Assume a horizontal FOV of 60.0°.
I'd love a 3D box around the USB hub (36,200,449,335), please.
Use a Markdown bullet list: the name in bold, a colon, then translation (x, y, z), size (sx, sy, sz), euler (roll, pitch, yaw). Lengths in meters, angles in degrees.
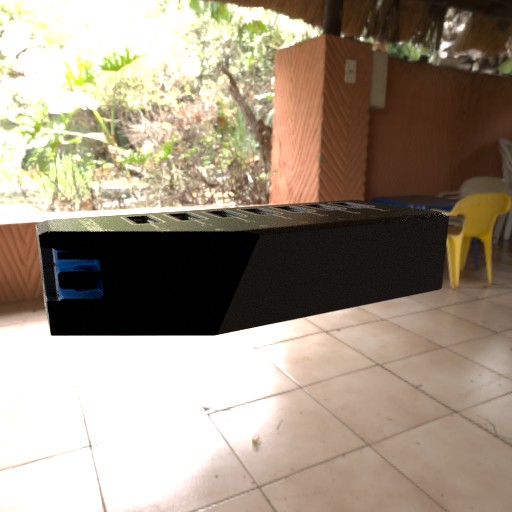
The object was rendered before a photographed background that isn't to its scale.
- **USB hub**: translation (0.000, 0.000, 0.126), size (0.110, 0.023, 0.044), euler (-7, 15, -27)
